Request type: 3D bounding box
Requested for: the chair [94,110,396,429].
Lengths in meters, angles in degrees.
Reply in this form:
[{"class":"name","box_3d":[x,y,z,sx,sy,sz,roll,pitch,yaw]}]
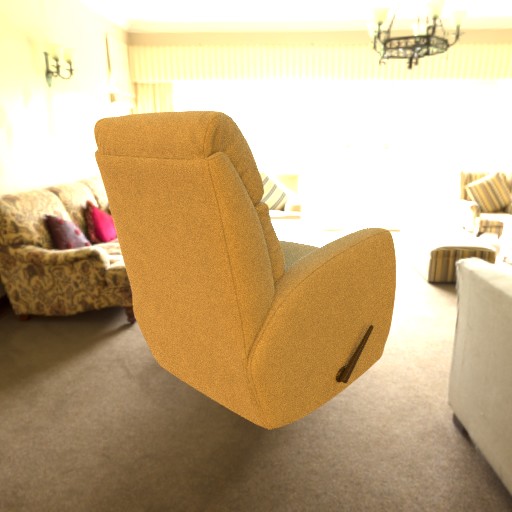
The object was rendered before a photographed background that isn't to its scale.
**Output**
[{"class":"chair","box_3d":[0.000,0.000,1.681,0.812,1.015,0.941,14,21,42]}]
